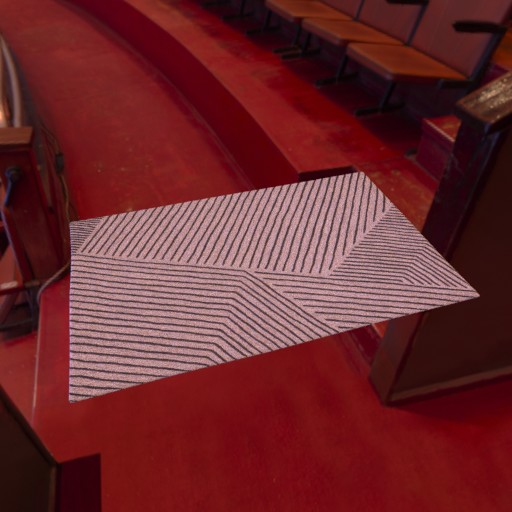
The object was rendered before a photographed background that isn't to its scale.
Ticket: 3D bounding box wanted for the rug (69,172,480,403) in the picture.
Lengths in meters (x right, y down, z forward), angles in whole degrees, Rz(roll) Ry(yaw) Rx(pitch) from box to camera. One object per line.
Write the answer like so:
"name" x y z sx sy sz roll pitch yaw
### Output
"rug" 0.000 0.000 2.994 2.406 0.023 1.539 -12 43 -13
